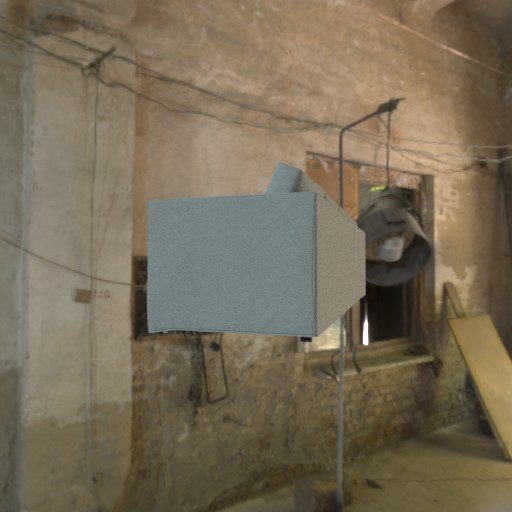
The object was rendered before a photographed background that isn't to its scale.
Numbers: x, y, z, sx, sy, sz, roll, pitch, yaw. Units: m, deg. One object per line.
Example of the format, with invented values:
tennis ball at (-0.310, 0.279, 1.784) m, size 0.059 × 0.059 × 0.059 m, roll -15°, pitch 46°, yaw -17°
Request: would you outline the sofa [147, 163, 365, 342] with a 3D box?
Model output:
sofa at (0.000, 0.000, 3.871) m, size 1.650 × 0.922 × 3.205 m, roll 0°, pitch -1°, yaw 18°
